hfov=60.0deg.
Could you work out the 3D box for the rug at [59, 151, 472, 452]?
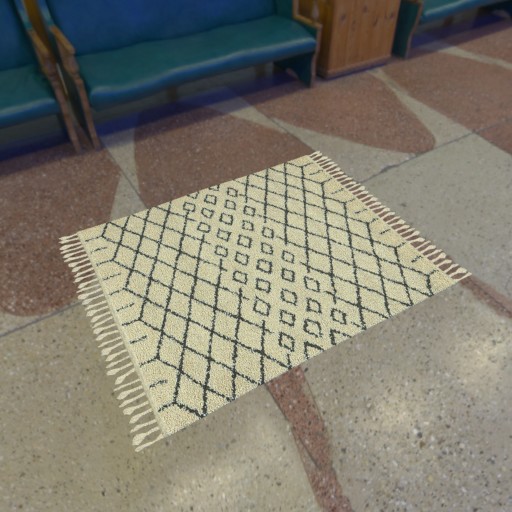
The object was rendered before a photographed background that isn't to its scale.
[{"bbox_3d":[0.000,0.000,4.227,3.213,0.030,2.388,-22,50,-20],"label":"rug"}]
